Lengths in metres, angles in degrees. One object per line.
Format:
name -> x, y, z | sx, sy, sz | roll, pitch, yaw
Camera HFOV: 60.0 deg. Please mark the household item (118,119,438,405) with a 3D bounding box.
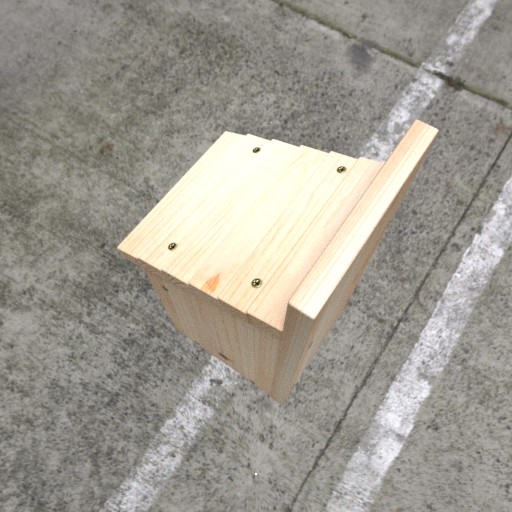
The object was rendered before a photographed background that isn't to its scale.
household item -> 0.000, 0.000, 0.398 | 0.171, 0.300, 0.149 | 32, 68, 15
